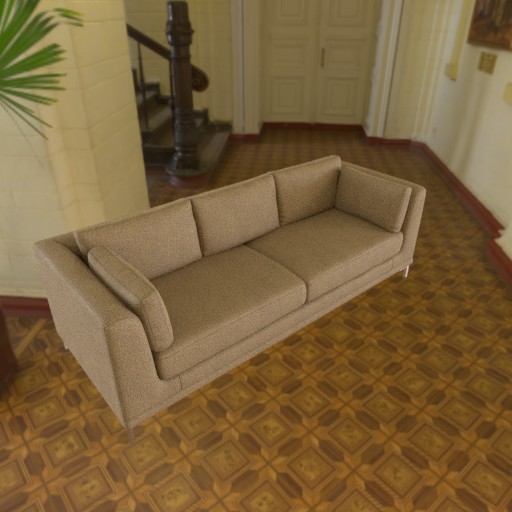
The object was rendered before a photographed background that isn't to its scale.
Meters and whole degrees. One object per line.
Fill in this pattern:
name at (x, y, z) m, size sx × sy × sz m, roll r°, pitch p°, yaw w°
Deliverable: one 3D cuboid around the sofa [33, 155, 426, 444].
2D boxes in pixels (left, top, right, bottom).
sofa at (0.000, 0.000, 2.945) m, size 2.415 × 0.867 × 0.969 m, roll -23°, pitch 37°, yaw -34°
